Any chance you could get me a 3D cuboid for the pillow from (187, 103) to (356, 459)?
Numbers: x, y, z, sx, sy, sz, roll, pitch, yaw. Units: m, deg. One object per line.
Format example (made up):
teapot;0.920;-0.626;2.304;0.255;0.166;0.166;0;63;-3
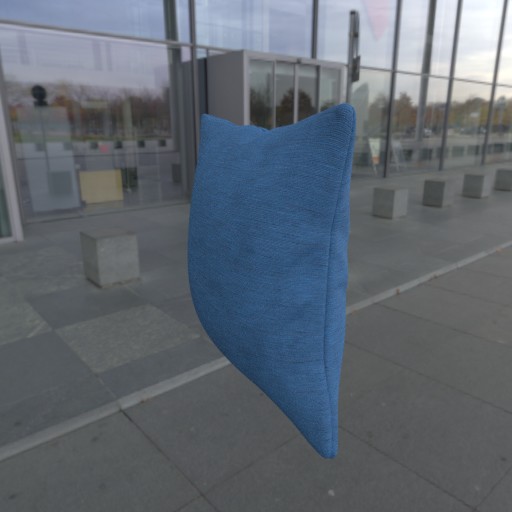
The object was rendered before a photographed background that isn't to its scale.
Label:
pillow;0.000;0.000;0.670;0.177;0.420;0.437;-8;18;-24
